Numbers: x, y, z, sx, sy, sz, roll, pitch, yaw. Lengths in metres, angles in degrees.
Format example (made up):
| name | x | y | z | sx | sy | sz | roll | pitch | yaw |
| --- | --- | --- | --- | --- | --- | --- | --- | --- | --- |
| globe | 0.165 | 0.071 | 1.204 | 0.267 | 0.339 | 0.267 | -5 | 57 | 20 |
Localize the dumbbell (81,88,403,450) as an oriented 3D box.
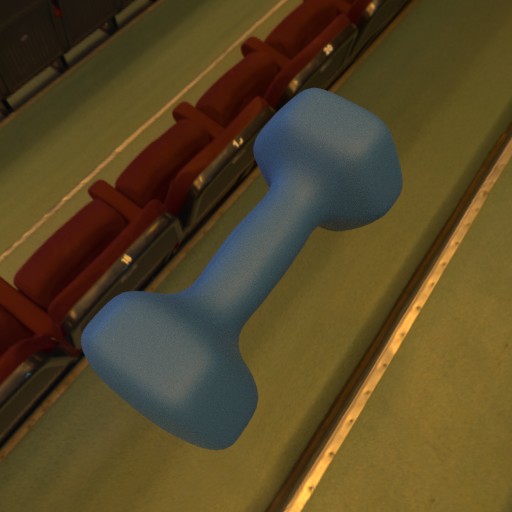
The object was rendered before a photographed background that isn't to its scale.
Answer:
| name | x | y | z | sx | sy | sz | roll | pitch | yaw |
| --- | --- | --- | --- | --- | --- | --- | --- | --- | --- |
| dumbbell | 0.000 | 0.000 | 0.263 | 0.103 | 0.093 | 0.212 | 33 | 69 | 15 |
